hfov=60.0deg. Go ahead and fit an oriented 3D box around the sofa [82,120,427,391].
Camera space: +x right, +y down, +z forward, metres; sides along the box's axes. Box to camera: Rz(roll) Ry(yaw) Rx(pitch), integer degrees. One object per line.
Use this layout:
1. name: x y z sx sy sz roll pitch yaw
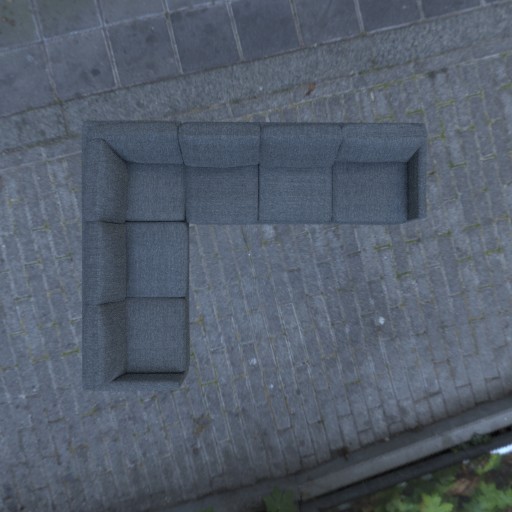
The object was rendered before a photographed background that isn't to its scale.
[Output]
1. sofa: 0.000 0.000 4.437 3.302 0.947 2.593 0 90 -1
